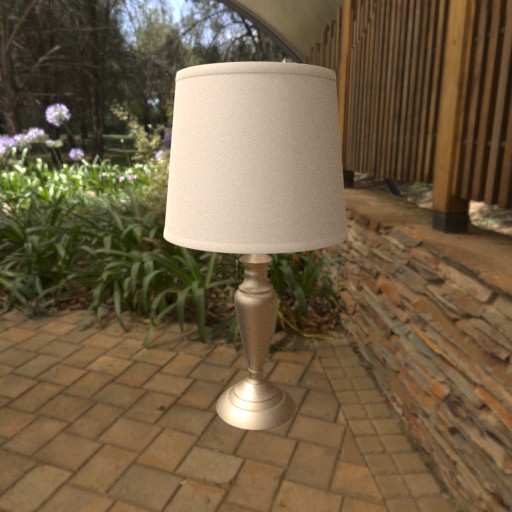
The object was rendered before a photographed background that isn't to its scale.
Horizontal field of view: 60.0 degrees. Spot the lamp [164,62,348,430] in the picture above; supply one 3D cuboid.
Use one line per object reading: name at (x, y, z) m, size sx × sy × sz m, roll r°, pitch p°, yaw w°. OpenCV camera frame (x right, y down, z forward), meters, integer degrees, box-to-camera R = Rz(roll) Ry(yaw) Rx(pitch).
lamp at (0.000, 0.000, 0.814) m, size 0.328 × 0.619 × 0.328 m, roll 0°, pitch 14°, yaw 0°
